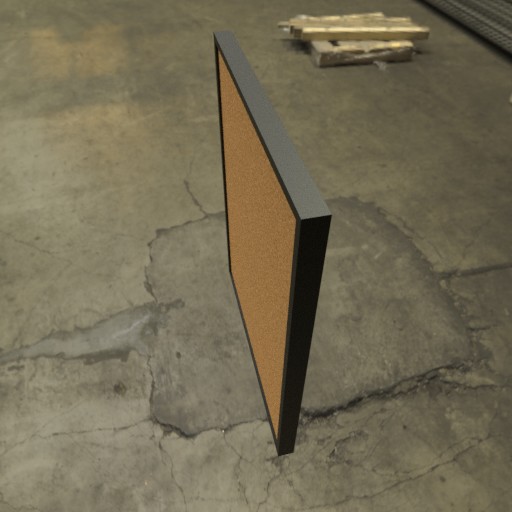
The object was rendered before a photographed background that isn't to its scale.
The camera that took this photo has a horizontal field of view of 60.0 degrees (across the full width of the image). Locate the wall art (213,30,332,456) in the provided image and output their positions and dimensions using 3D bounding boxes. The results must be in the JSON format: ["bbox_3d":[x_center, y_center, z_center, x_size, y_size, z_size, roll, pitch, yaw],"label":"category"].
[{"bbox_3d":[0.000,0.000,0.744,0.029,0.559,0.457,-10,47,-9],"label":"wall art"}]
